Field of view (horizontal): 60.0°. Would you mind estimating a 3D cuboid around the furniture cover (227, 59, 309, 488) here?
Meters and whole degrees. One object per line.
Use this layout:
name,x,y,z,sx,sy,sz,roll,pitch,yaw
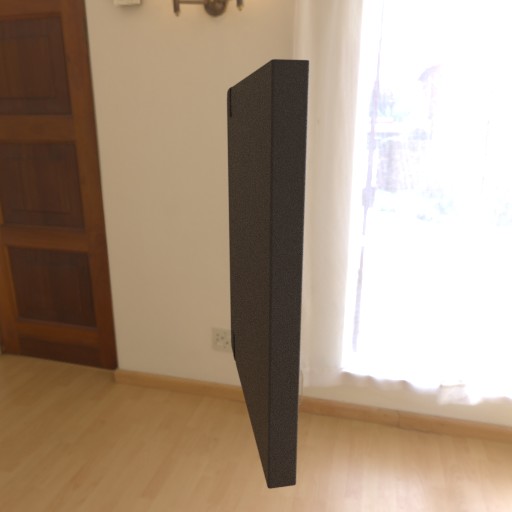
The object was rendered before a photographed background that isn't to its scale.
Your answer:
furniture cover,0.000,0.000,0.377,0.023,0.281,0.216,-3,17,-10
